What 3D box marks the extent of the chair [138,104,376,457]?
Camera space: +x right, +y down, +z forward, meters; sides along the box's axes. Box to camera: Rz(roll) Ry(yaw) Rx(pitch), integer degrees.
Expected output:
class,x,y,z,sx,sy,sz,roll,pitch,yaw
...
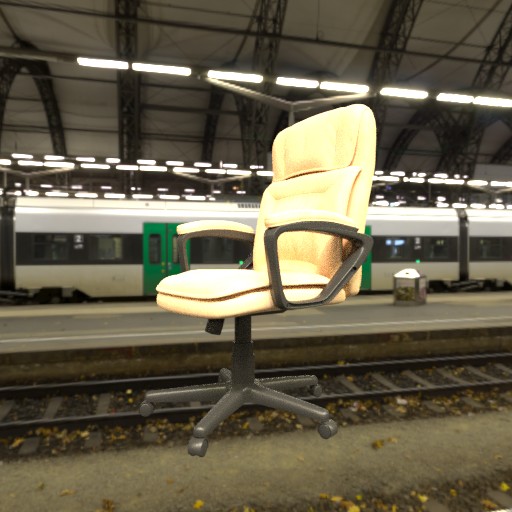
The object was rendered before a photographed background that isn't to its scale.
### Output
class,x,y,z,sx,sy,sz,roll,pitch,yaw
chair,0.000,0.000,1.569,0.724,1.105,0.667,0,1,-35
